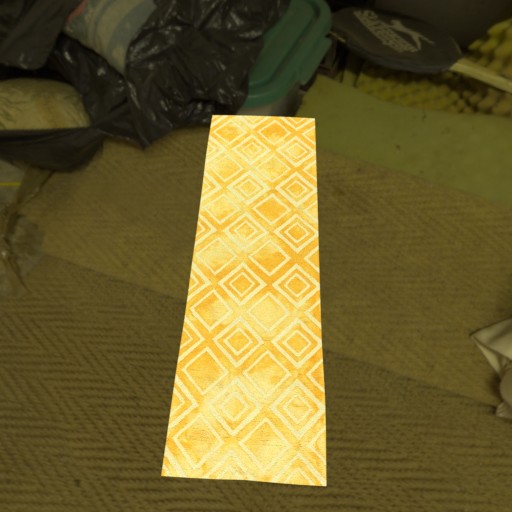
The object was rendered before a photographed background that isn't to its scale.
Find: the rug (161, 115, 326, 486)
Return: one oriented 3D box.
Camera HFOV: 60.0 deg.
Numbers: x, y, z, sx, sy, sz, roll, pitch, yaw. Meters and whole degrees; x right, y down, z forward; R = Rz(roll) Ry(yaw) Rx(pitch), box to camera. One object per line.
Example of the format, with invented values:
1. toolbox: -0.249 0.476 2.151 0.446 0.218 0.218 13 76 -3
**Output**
1. rug: 0.000 0.000 2.675 0.775 0.010 2.438 2 59 1
